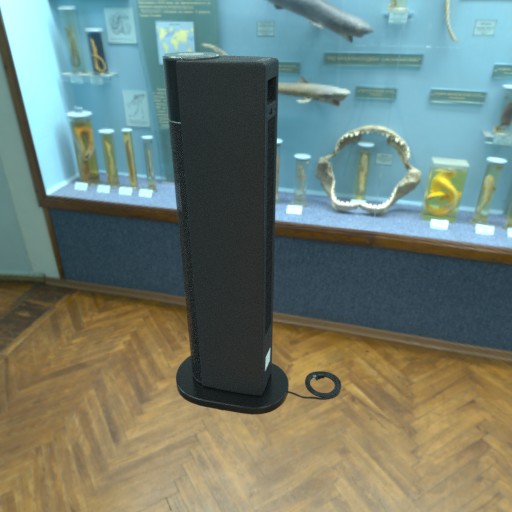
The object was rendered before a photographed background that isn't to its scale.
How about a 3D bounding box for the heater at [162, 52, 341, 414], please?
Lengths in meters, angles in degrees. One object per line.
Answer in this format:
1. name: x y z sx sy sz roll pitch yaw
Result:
1. heater: 0.000 0.000 1.036 0.458 0.856 0.214 8 30 14
